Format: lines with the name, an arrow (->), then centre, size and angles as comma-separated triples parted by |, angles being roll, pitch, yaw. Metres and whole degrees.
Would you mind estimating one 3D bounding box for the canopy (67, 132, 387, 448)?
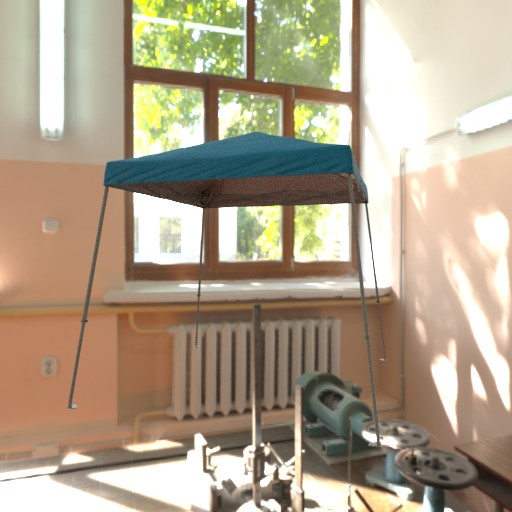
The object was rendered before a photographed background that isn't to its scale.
canopy -> 0.000, 0.000, 5.099 | 2.849, 2.849, 2.848 | 0, 1, 17
